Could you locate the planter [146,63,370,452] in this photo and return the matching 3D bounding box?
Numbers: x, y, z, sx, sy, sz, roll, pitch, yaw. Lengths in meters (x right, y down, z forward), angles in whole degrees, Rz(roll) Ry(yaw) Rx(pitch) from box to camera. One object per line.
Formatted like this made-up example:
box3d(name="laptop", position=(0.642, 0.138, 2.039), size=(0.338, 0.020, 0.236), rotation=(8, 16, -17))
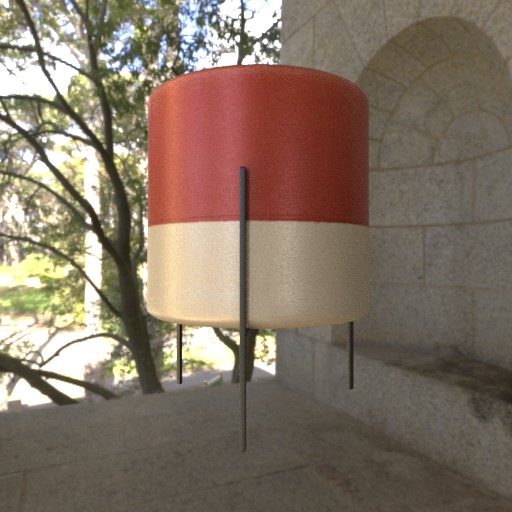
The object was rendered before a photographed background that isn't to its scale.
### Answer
box3d(name="planter", position=(0.000, 0.000, 0.707), size=(0.354, 0.465, 0.345), rotation=(0, 0, 36))
